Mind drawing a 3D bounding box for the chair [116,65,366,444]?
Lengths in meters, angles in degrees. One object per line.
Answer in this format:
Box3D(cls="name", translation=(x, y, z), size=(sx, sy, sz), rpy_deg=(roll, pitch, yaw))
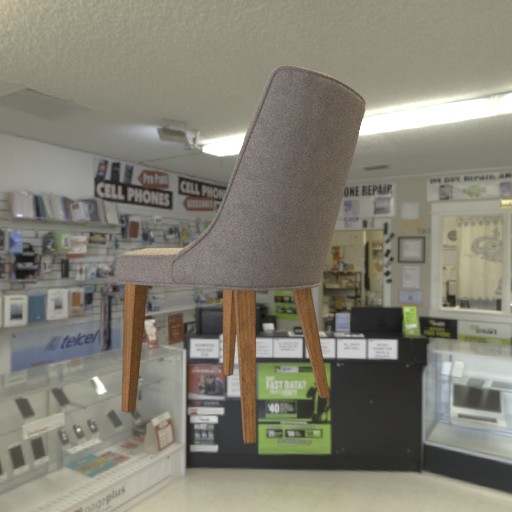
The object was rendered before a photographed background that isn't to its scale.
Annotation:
Box3D(cls="chair", translation=(0.000, 0.000, 1.340), size=(0.636, 0.916, 0.548), rpy_deg=(0, 0, 35))
